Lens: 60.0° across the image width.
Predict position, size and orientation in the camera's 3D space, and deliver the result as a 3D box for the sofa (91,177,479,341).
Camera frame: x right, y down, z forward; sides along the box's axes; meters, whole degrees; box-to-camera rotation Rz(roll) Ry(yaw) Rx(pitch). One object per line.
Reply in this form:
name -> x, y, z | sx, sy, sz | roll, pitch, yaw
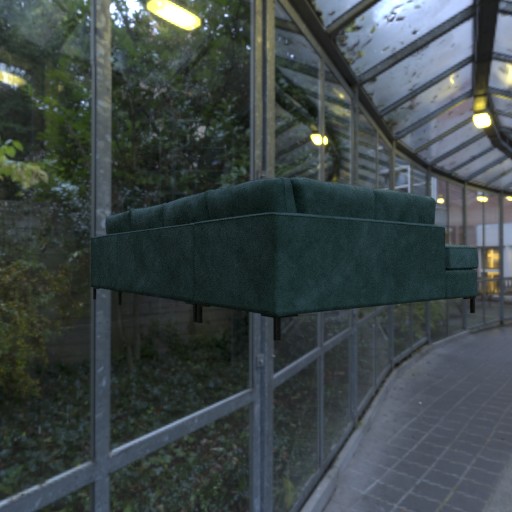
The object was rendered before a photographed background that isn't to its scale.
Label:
sofa -> 0.000, 0.000, 3.904 | 1.992, 0.861, 2.994 | 0, -1, -37
